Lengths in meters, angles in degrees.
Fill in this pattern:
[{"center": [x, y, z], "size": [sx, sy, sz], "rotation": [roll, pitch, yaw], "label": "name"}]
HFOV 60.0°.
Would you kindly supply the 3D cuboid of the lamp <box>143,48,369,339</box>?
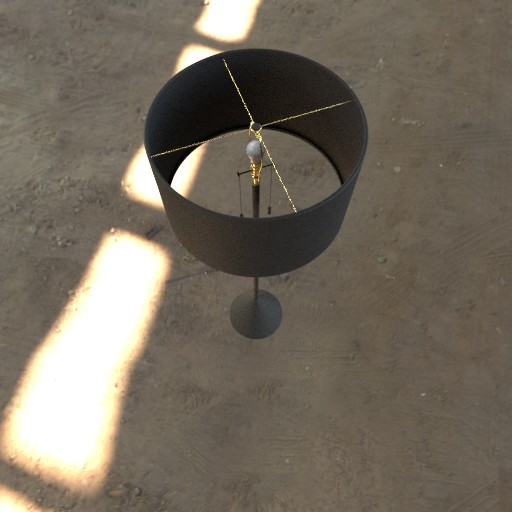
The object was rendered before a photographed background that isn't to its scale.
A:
[{"center": [0.000, 0.000, 1.828], "size": [0.580, 1.526, 0.580], "rotation": [-18, 65, -9], "label": "lamp"}]
